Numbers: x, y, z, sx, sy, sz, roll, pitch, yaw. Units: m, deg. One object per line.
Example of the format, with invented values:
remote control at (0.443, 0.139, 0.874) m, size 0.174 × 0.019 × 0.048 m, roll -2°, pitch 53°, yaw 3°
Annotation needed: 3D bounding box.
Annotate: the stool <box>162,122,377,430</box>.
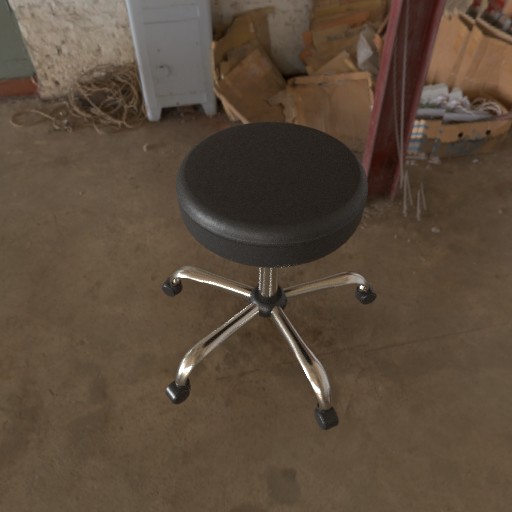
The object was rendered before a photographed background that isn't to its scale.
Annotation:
stool at (0.000, 0.000, 1.142) m, size 0.638 × 0.576 × 0.673 m, roll 17°, pitch 49°, yaw 16°
